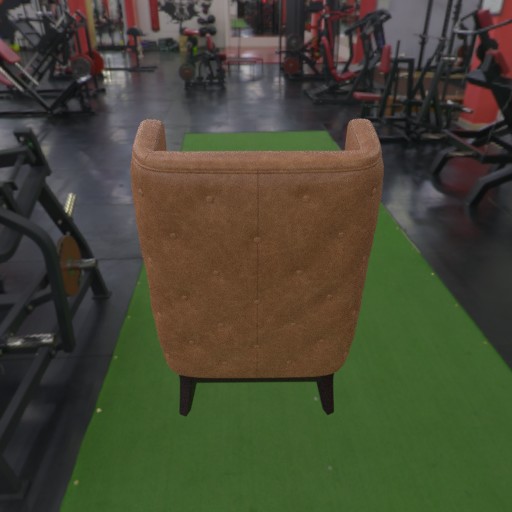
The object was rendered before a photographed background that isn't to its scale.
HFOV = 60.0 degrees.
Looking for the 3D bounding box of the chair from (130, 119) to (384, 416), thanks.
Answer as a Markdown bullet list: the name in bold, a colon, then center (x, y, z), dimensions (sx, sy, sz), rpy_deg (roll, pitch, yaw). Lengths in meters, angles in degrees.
- **chair**: center (0.000, 0.000, 1.693), dimensions (0.766, 1.079, 0.899), rpy_deg (0, 29, -1)
